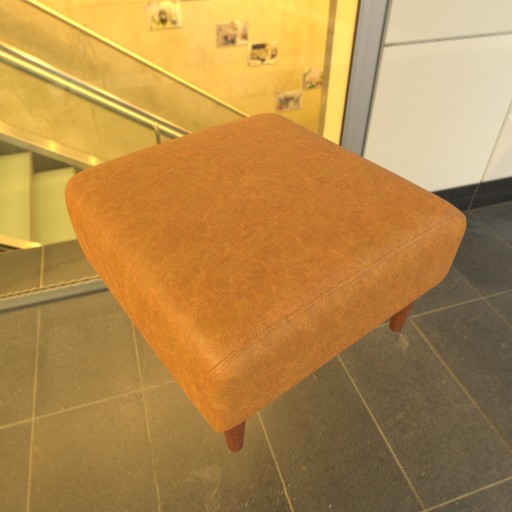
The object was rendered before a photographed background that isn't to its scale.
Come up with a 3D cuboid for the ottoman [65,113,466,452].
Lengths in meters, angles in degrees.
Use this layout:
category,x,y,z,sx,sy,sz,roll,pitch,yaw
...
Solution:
category,x,y,z,sx,sy,sz,roll,pitch,yaw
ottoman,0.000,0.000,1.049,0.650,0.399,0.650,-27,48,-27
